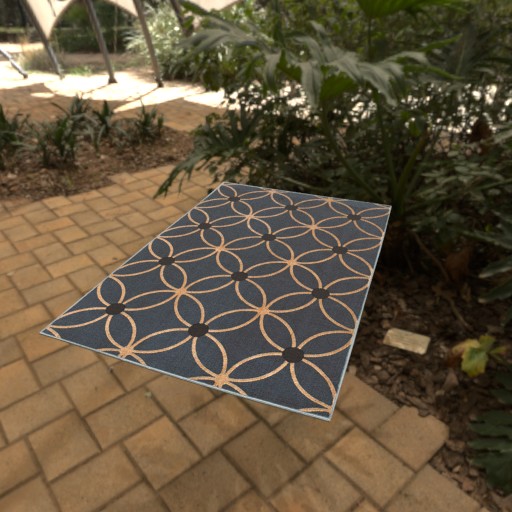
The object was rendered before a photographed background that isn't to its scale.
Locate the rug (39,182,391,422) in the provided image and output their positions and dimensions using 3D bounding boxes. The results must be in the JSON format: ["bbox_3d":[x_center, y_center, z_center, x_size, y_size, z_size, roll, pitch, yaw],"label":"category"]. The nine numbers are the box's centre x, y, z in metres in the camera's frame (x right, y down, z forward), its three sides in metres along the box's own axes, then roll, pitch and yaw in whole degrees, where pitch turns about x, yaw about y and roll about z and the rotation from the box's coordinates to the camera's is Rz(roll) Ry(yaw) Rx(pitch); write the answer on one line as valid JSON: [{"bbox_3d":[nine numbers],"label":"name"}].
[{"bbox_3d":[0.000,0.000,2.942,1.522,0.008,2.284,11,32,18],"label":"rug"}]
